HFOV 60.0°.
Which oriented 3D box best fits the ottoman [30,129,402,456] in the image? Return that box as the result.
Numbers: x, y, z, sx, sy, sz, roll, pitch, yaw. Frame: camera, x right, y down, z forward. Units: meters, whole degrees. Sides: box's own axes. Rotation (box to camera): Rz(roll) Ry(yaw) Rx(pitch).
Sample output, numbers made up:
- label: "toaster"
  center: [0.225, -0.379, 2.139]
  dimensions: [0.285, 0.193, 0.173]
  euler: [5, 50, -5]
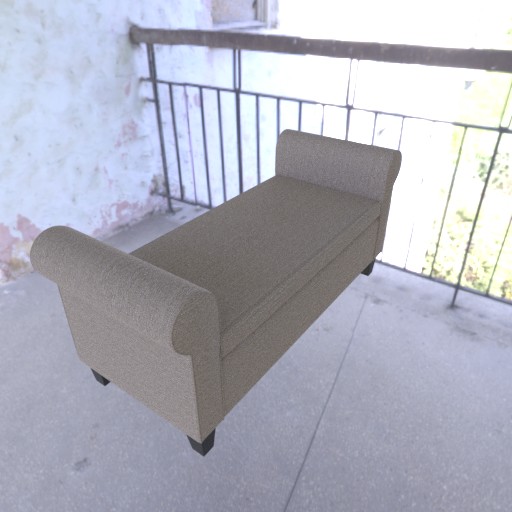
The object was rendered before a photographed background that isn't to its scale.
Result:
- label: "ottoman"
  center: [0.000, 0.000, 1.536]
  dimensions: [0.521, 0.547, 1.256]
  euler: [21, 37, 30]
